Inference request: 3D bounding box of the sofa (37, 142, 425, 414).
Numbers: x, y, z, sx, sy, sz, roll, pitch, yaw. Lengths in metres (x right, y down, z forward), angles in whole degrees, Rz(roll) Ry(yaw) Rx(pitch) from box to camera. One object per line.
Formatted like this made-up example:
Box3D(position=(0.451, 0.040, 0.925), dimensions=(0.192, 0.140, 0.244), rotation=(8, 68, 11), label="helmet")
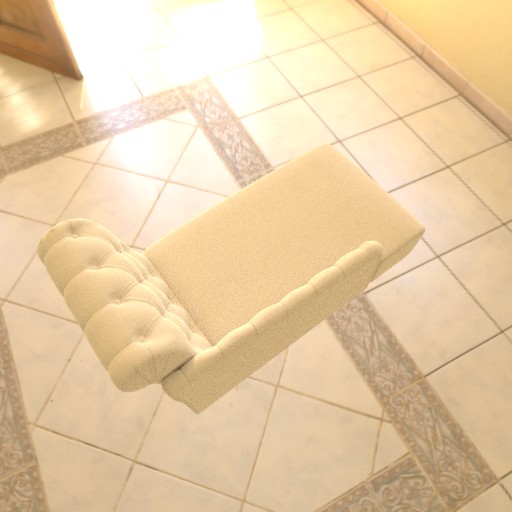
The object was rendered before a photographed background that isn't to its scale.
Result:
Box3D(position=(0.000, 0.000, 1.835), dimensions=(1.379, 0.787, 0.675), rotation=(-33, 65, -18), label="sofa")
